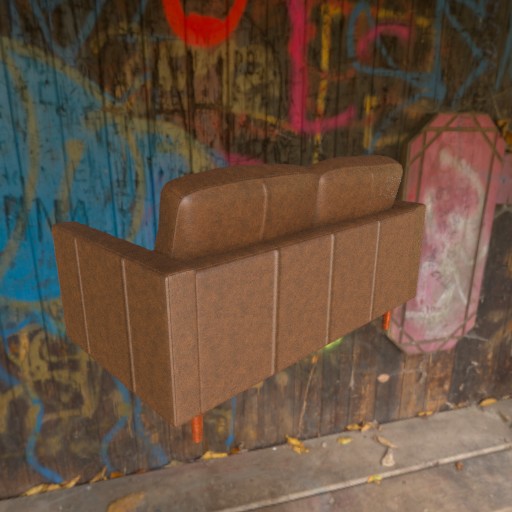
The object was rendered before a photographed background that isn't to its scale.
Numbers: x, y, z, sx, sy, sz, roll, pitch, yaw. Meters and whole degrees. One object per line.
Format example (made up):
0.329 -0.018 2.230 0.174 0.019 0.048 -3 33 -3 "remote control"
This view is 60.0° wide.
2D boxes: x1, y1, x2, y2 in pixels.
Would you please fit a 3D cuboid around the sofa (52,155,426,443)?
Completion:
0.000 0.000 2.141 1.578 0.951 0.909 -16 23 -41 "sofa"
